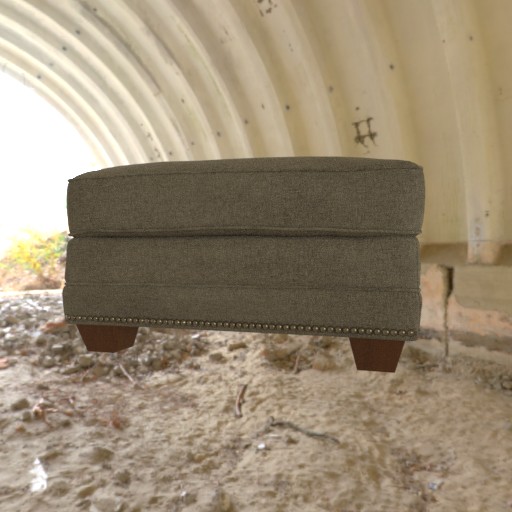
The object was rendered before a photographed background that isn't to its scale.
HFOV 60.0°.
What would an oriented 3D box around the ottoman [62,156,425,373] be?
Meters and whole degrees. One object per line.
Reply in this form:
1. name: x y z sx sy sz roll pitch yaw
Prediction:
1. ottoman: 0.000 0.000 1.173 0.813 0.457 0.561 0 0 17
